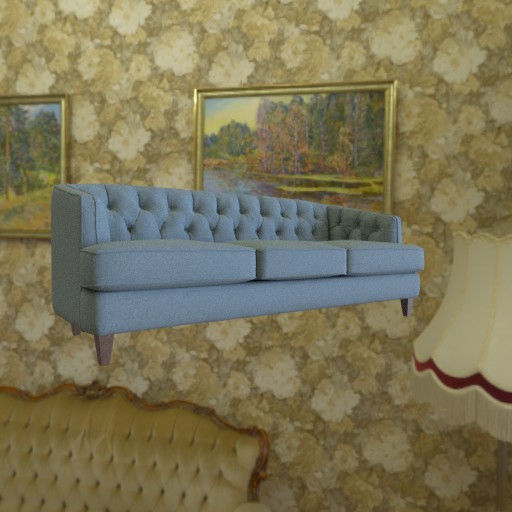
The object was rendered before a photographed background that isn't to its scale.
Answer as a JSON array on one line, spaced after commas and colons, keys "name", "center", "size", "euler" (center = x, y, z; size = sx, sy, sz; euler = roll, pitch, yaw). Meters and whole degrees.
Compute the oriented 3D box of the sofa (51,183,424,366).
[{"name": "sofa", "center": [0.000, 0.000, 2.731], "size": [2.278, 0.855, 0.941], "euler": [-1, 2, -37]}]
